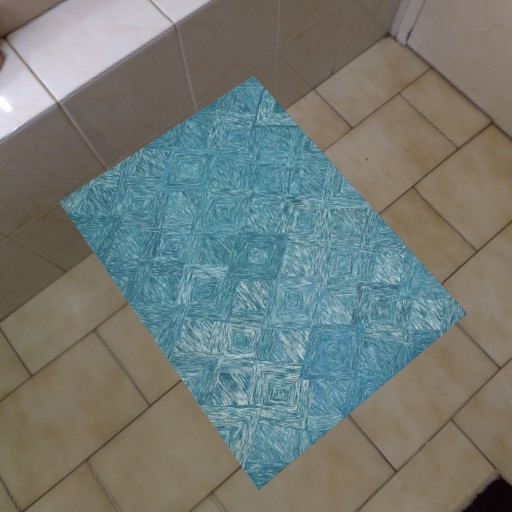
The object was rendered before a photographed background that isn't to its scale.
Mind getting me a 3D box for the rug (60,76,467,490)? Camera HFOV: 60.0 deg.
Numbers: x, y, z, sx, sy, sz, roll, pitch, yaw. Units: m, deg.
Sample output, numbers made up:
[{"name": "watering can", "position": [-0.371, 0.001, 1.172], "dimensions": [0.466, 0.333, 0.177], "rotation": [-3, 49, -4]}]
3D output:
[{"name": "rug", "position": [0.000, 0.000, 4.204], "dimensions": [2.405, 0.027, 3.217], "rotation": [-36, 77, -10]}]
